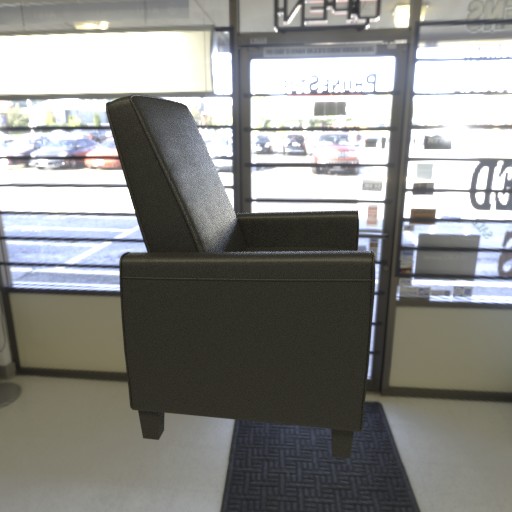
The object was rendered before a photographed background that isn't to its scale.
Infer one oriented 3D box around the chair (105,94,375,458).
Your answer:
[{"bbox_3d":[0.000,0.000,1.496,0.746,1.013,0.705,2,16,8],"label":"chair"}]
